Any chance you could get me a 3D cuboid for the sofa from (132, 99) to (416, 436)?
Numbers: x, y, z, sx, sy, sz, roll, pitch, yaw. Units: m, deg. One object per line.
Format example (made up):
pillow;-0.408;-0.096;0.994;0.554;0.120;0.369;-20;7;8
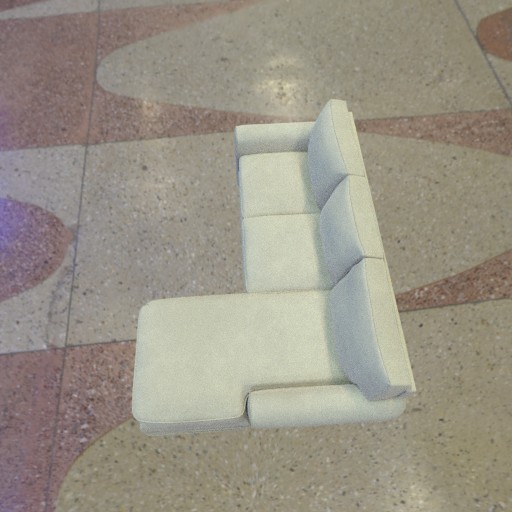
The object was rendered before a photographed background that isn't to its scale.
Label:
sofa;0.000;0.000;2.393;1.226;0.734;1.770;-3;61;-2
